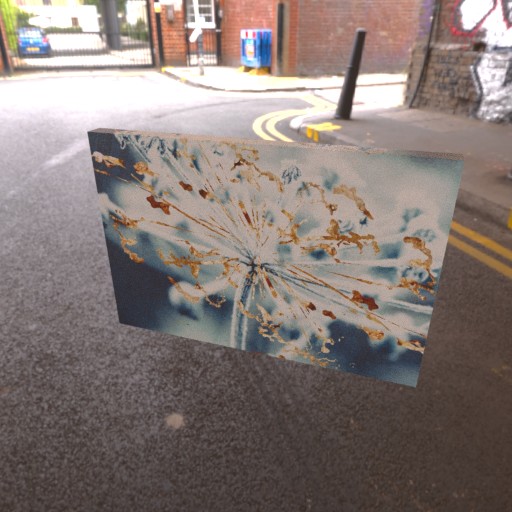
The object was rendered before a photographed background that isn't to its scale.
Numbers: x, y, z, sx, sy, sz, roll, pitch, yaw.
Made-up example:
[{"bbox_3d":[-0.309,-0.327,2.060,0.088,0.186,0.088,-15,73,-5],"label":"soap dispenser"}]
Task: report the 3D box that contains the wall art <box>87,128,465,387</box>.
[{"bbox_3d":[0.000,0.000,0.792,0.607,0.405,0.036,9,28,16],"label":"wall art"}]
